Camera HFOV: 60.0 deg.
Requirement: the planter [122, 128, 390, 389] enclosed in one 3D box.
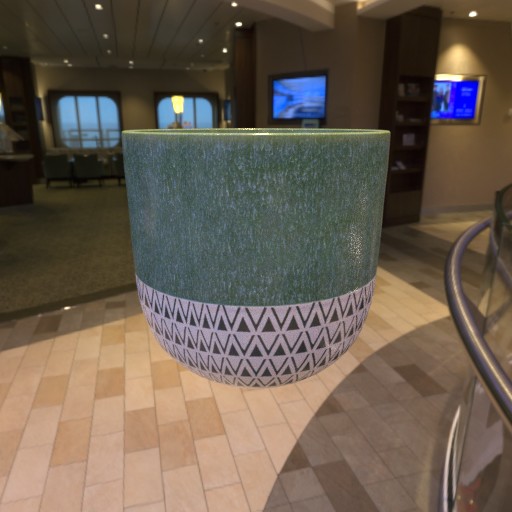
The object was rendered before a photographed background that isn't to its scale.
[{"bbox_3d":[0.000,0.000,0.494,0.266,0.270,0.266,0,17,0],"label":"planter"}]
